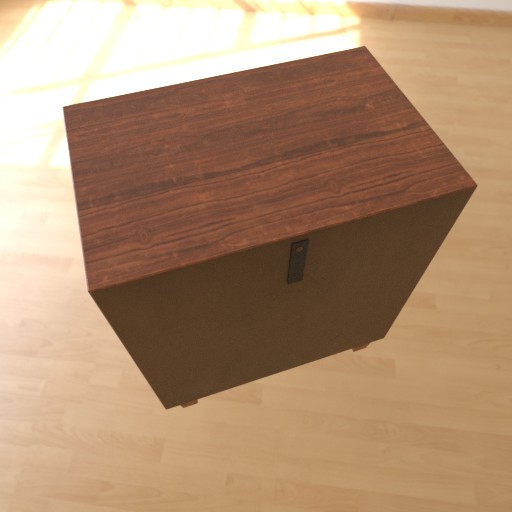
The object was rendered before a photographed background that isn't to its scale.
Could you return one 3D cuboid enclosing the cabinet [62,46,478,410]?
[{"bbox_3d":[0.000,0.000,1.040,0.607,0.695,0.410,-16,58,-10],"label":"cabinet"}]
